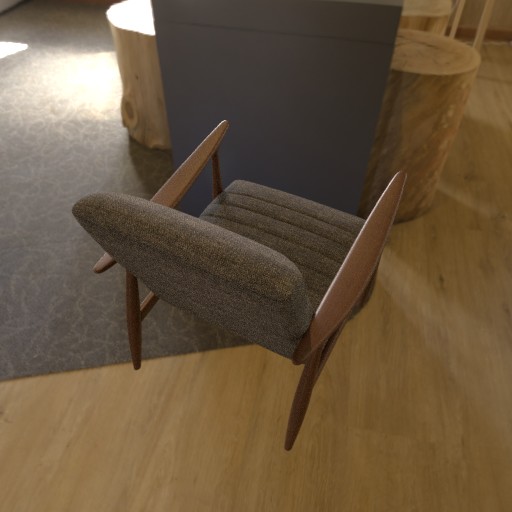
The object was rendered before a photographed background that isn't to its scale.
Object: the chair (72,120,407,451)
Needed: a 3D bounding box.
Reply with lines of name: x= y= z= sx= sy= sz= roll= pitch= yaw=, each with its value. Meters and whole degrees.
chair: x=0.000 y=0.000 z=1.438 sx=0.741 sy=0.832 sz=0.798 roll=21 pitch=51 yaw=18
